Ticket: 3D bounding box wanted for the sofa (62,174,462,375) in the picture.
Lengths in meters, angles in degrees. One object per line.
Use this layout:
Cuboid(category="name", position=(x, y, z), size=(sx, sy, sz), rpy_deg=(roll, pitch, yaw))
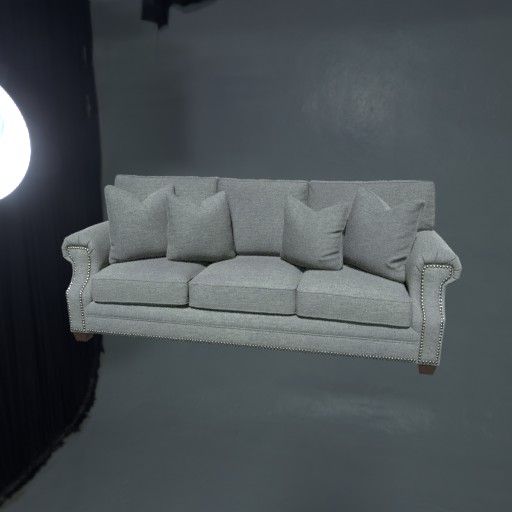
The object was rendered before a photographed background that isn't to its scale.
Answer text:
Cuboid(category="sofa", position=(0.000, 0.000, 2.850), size=(2.312, 0.975, 0.965), rpy_deg=(3, 14, 11))
